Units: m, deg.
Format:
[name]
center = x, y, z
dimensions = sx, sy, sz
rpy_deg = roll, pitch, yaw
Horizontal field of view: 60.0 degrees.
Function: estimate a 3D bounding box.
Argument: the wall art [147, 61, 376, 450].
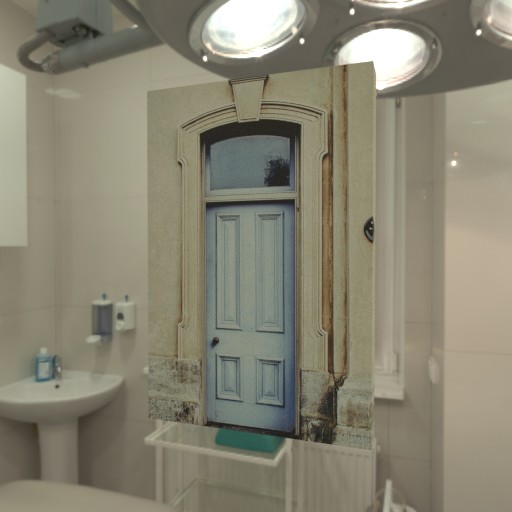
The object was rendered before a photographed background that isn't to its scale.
[wall art]
center = 0.000, 0.000, 0.492
dimensions = 0.254, 0.381, 0.038
rpy_deg = 0, 1, 19
